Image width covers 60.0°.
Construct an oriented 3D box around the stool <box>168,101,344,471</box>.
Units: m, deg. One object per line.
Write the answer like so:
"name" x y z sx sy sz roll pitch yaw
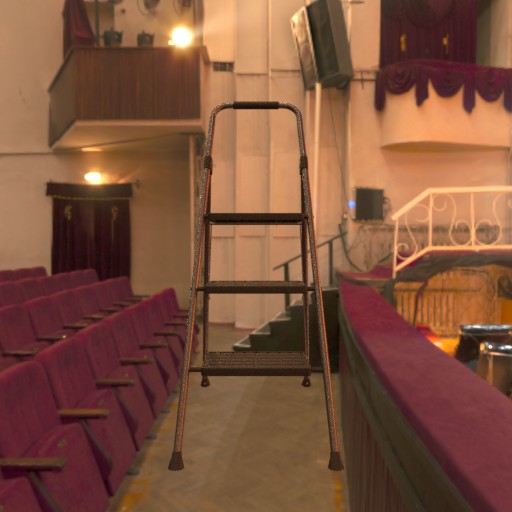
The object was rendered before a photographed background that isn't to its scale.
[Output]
"stool" 0.000 0.000 1.526 0.473 1.121 0.733 0 2 0
